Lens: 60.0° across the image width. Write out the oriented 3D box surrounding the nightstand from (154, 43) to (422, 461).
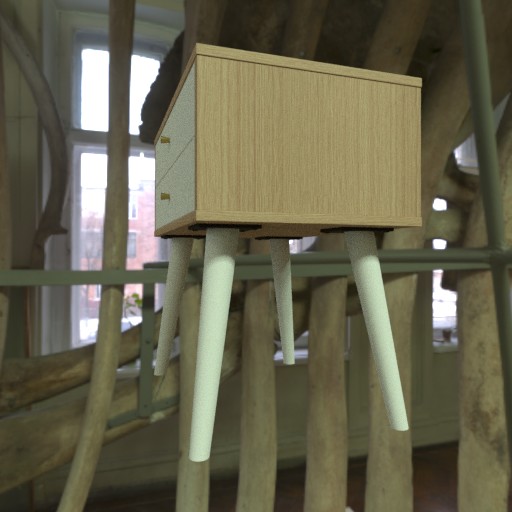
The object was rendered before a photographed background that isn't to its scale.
[{"bbox_3d":[0.000,0.000,0.965,0.407,0.610,0.571,0,0,-19],"label":"nightstand"}]
